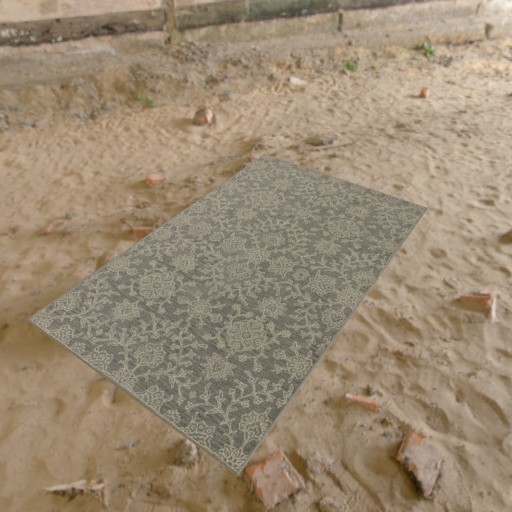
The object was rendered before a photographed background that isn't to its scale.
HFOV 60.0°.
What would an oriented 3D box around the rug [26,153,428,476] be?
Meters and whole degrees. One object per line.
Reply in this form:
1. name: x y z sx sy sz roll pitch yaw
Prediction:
1. rug: 0.000 0.000 2.962 1.515 0.010 2.430 25 46 26
